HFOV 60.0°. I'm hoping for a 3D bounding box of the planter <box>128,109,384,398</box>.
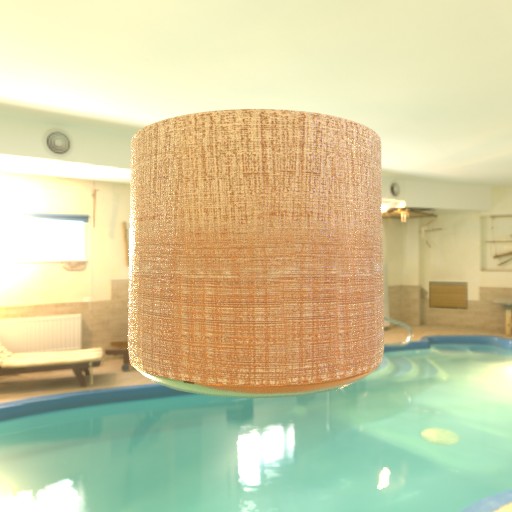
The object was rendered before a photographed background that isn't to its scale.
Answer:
[{"bbox_3d":[0.000,0.000,0.196,0.109,0.096,0.109,0,0,0],"label":"planter"}]
